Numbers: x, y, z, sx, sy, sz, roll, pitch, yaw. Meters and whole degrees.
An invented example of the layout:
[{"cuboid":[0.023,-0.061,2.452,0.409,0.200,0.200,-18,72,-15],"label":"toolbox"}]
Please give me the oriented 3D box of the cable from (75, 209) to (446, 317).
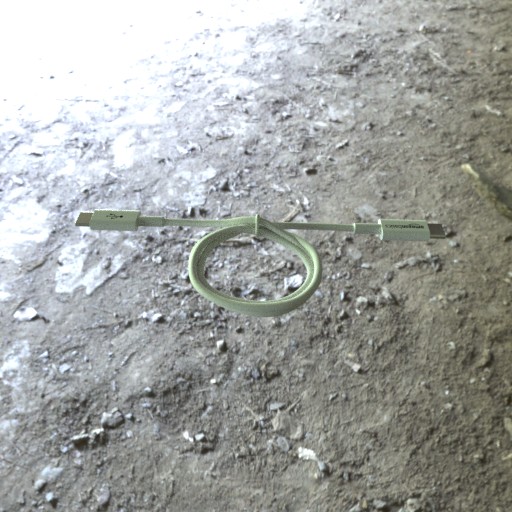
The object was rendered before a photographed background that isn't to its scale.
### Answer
[{"cuboid":[0.000,0.000,0.225,0.203,0.014,0.070,2,46,2],"label":"cable"}]
